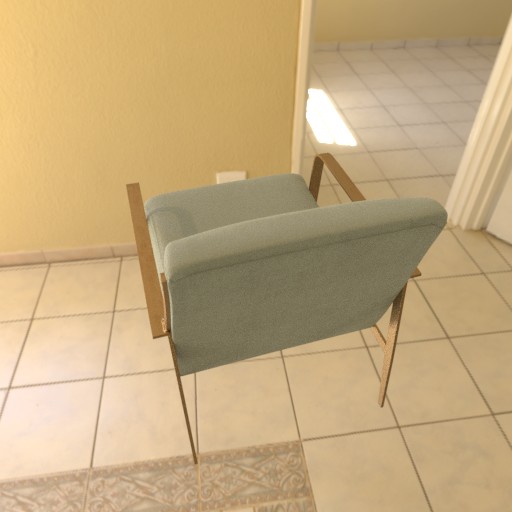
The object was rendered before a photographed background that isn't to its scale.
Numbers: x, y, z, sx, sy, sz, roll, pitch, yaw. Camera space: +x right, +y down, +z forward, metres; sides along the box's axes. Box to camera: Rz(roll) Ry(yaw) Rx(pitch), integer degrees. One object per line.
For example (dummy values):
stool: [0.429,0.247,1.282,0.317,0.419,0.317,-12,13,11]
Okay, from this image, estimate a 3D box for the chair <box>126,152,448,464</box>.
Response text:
chair: [0.000,0.000,1.411,0.701,0.824,0.842,-12,43,-13]
